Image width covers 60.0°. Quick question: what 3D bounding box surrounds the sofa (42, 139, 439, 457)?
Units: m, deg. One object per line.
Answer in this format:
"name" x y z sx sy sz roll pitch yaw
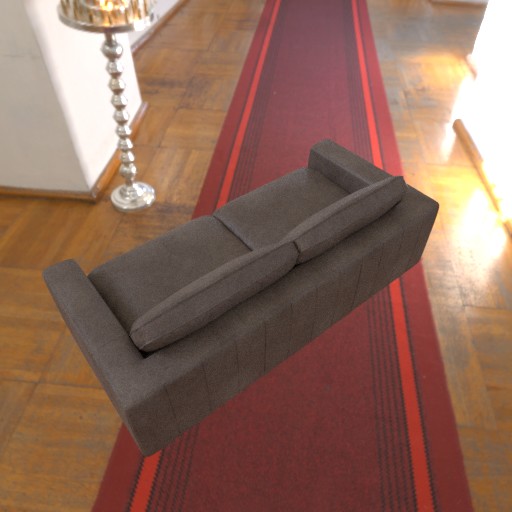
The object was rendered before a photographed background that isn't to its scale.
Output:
"sofa" 0.000 0.000 2.784 2.262 0.801 1.070 -30 53 -26
